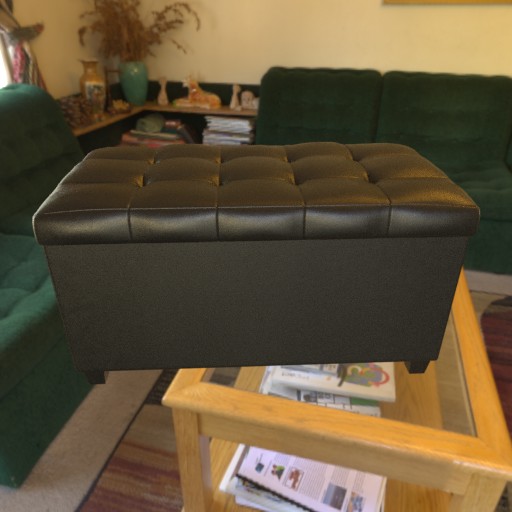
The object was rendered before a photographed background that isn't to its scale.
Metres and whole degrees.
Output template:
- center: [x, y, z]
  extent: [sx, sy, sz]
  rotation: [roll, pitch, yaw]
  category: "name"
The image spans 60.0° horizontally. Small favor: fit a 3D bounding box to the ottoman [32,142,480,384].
- center: [0.000, 0.000, 1.085]
  extent: [0.838, 0.470, 0.432]
  rotation: [-1, 29, -2]
  category: "ottoman"
